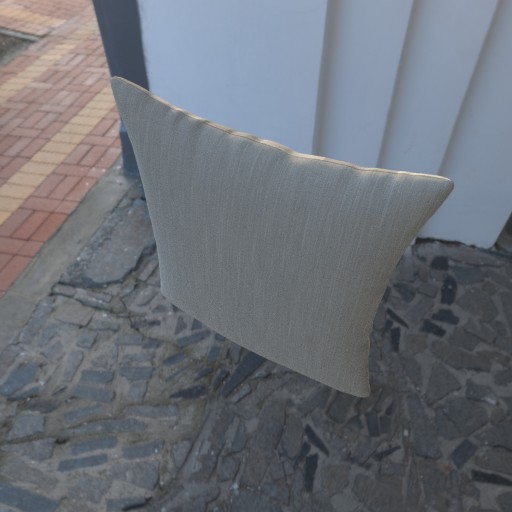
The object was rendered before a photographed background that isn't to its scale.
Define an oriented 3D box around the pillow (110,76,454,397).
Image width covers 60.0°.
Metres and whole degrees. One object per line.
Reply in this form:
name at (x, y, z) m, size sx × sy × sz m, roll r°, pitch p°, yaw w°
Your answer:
pillow at (0.000, 0.000, 0.760) m, size 0.511 × 0.509 × 0.161 m, roll 24°, pitch 51°, yaw 21°
